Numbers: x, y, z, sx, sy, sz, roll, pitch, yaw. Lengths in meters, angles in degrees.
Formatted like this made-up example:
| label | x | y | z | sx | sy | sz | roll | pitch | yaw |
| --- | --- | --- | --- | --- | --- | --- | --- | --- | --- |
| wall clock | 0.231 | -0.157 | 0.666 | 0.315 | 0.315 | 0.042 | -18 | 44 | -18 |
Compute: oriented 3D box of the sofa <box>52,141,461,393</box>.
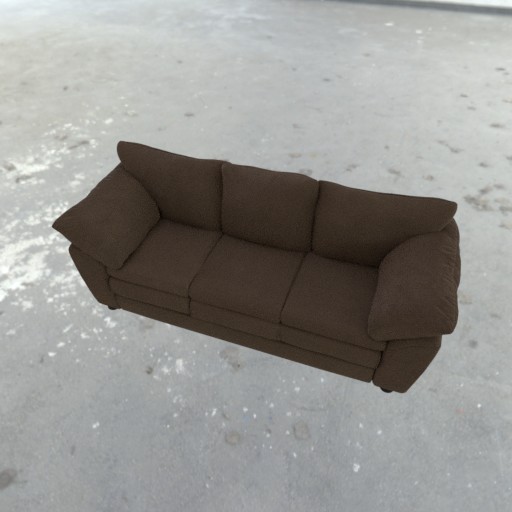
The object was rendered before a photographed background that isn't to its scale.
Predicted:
| label | x | y | z | sx | sy | sz | roll | pitch | yaw |
| --- | --- | --- | --- | --- | --- | --- | --- | --- | --- |
| sofa | 0.000 | 0.000 | 2.831 | 2.336 | 1.015 | 0.878 | 14 | 43 | 15 |
